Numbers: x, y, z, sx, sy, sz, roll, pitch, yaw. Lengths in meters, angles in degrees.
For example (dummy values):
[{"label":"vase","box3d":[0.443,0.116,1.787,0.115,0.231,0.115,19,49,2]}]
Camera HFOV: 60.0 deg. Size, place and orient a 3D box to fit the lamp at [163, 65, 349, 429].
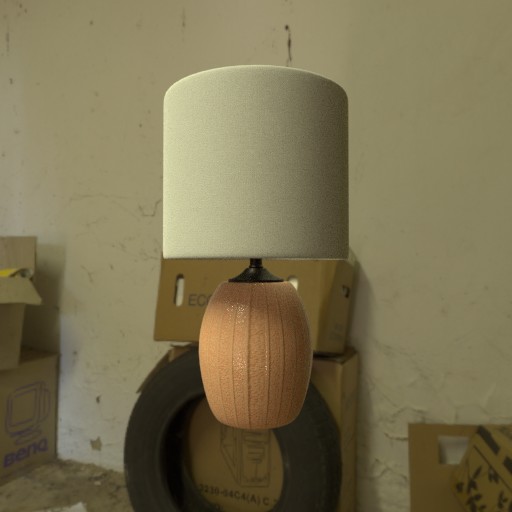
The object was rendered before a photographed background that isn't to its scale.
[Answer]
[{"label":"lamp","box3d":[0.000,0.000,0.800,0.329,0.570,0.329,0,-1,0]}]
